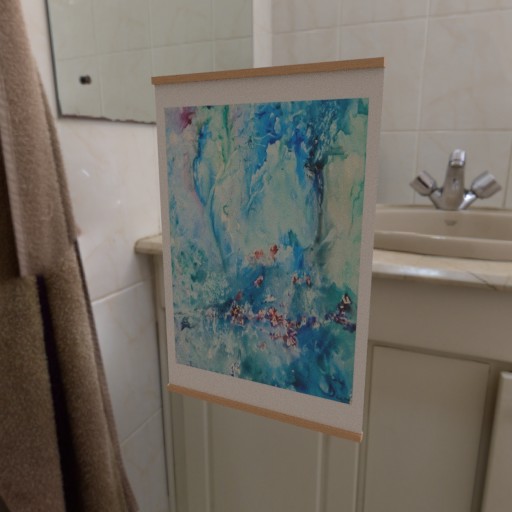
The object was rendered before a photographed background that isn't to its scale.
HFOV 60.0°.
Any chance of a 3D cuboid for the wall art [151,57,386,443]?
[{"bbox_3d":[0.000,0.000,0.647,0.335,0.510,0.013,6,15,25],"label":"wall art"}]
